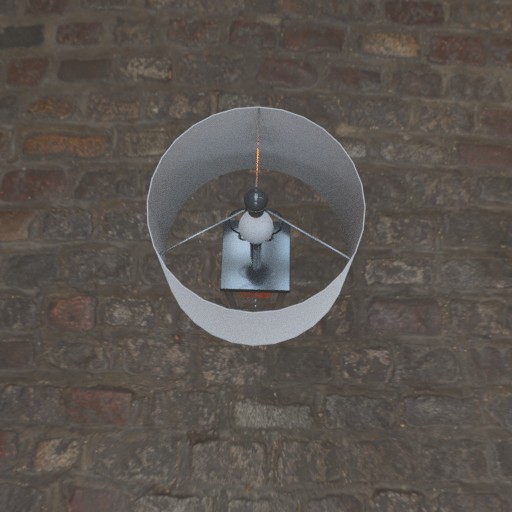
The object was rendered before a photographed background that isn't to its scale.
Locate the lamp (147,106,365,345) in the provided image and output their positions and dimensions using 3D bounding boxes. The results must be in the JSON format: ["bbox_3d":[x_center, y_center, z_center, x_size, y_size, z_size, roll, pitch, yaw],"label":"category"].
[{"bbox_3d":[0.000,0.000,0.801,0.320,0.591,0.320,0,76,0],"label":"lamp"}]
